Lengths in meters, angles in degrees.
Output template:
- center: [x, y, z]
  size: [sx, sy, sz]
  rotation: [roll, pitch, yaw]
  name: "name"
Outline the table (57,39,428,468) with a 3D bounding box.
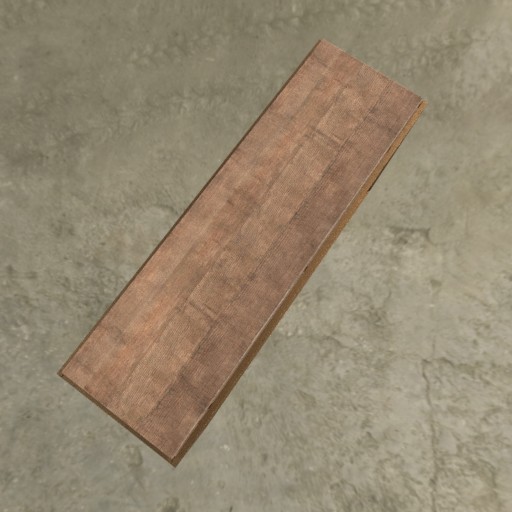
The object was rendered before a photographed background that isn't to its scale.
- center: [0.000, 0.000, 1.762]
  size: [0.440, 0.820, 1.400]
  rotation: [35, 79, 8]
  name: "table"
